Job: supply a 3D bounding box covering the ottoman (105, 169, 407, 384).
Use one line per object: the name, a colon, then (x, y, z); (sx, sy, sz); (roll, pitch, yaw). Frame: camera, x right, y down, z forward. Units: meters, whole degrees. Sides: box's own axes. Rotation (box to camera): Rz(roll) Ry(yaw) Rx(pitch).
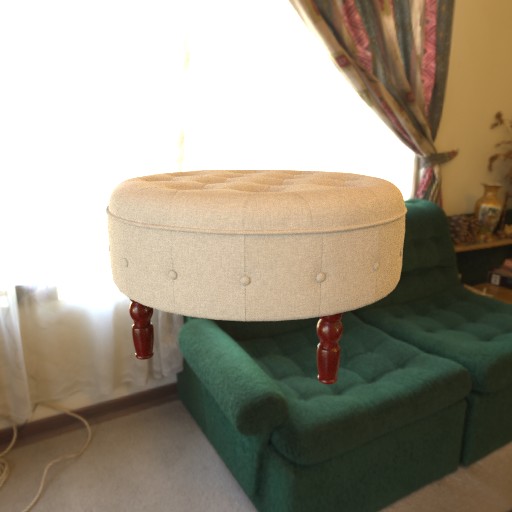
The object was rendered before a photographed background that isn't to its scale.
ottoman: (0.000, 0.000, 1.354); (0.849, 0.478, 0.849); (0, 15, 0)
